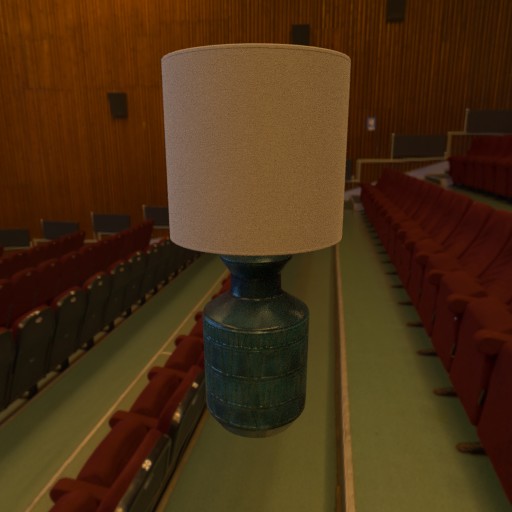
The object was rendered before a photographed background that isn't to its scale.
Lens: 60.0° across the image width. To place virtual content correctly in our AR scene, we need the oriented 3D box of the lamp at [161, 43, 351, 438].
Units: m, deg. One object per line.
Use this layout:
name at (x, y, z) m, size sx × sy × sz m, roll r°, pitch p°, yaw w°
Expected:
lamp at (0.000, 0.000, 0.562) m, size 0.211 × 0.455 × 0.211 m, roll 2°, pitch 15°, yaw 8°
